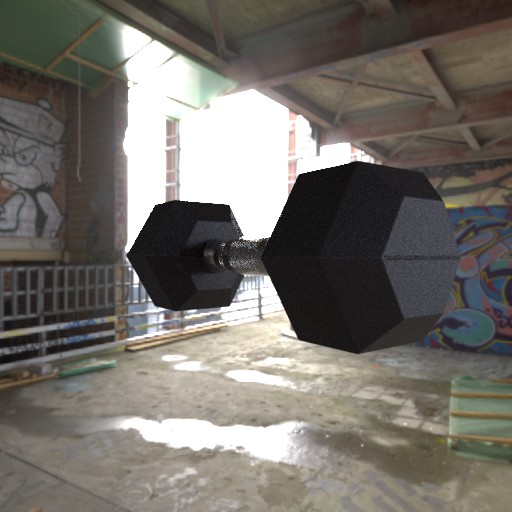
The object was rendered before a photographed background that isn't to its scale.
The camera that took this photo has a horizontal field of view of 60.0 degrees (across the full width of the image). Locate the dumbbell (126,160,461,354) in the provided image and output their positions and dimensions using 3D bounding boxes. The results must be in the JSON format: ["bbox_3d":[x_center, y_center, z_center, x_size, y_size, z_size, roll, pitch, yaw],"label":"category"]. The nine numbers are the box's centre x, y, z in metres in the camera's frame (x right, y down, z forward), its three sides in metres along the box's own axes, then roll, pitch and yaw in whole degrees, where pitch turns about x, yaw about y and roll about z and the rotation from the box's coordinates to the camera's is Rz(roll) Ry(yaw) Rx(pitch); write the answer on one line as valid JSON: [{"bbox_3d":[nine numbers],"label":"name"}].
[{"bbox_3d":[0.000,0.000,0.351,0.116,0.101,0.297,0,1,-37],"label":"dumbbell"}]
